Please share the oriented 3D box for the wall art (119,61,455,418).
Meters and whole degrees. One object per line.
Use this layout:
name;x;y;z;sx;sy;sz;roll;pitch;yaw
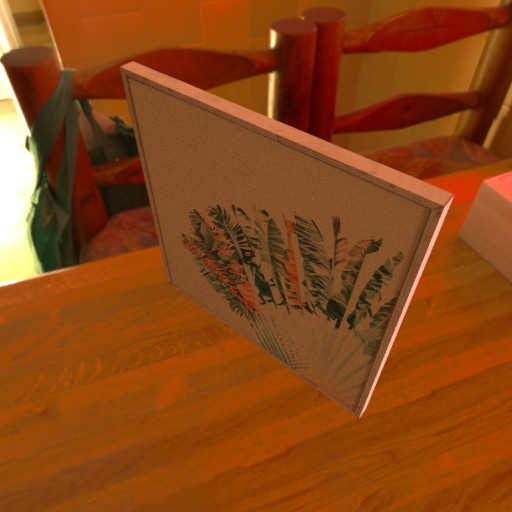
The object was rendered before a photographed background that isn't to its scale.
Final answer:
wall art;0.000;0.000;1.114;0.760;0.757;0.038;31;54;26
